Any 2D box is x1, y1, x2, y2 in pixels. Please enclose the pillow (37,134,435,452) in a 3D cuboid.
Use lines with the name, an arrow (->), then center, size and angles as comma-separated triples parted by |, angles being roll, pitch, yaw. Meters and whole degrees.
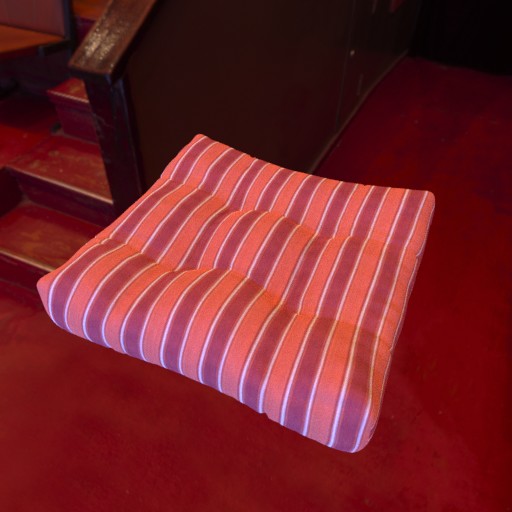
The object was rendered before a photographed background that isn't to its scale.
pillow -> 0.000, 0.000, 0.714 | 0.490, 0.133, 0.468 | 18, 48, 17
